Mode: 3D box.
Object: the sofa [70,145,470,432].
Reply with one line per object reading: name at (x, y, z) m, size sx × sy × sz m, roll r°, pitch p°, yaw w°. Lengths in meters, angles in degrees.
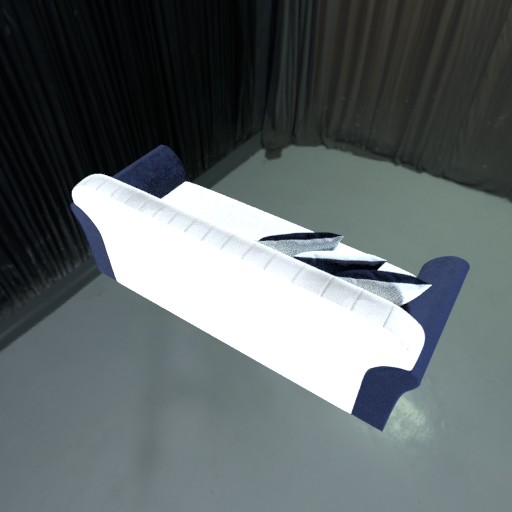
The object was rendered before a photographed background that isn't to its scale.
sofa at (0.000, 0.000, 2.435) m, size 2.006 × 0.789 × 0.749 m, roll 25°, pitch 50°, yaw 23°
